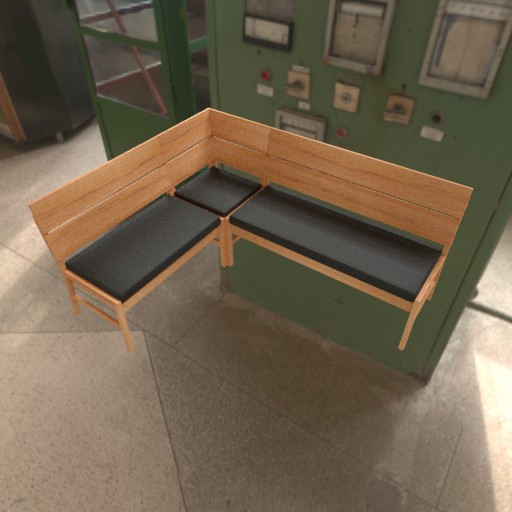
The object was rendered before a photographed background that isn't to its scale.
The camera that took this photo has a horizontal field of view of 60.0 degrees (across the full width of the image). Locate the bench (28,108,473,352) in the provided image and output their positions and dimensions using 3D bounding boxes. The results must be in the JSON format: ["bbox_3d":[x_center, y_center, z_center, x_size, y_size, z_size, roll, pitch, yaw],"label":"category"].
[{"bbox_3d":[0.000,0.000,2.756,1.948,0.890,1.548,25,47,25],"label":"bench"}]
